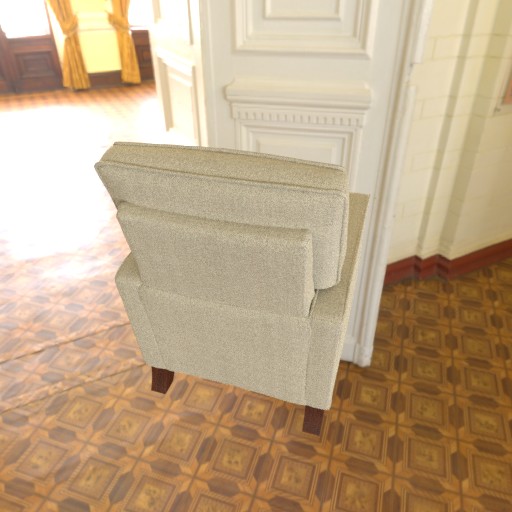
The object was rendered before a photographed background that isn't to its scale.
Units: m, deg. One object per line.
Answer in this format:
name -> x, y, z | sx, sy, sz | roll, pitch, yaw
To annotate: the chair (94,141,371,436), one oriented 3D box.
chair -> 0.000, 0.000, 1.445 | 0.648, 0.888, 0.754 | 10, 34, 15
